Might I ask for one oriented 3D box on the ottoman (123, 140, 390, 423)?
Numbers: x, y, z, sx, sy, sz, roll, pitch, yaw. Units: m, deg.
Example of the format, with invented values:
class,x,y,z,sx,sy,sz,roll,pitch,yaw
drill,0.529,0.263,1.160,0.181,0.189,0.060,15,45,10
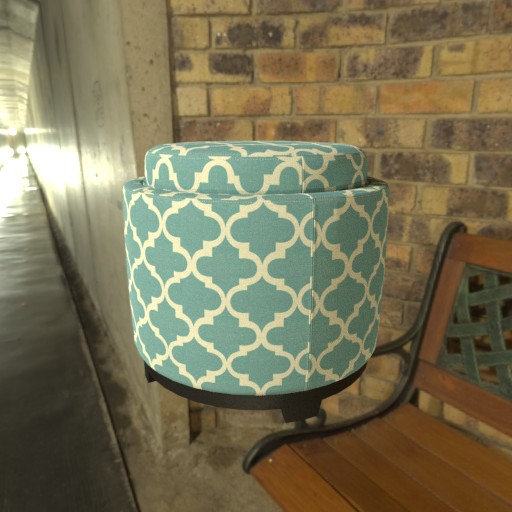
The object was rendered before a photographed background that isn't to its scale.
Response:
class,x,y,z,sx,sy,sz,roll,pitch,yaw
ottoman,0.000,0.000,0.855,0.480,0.429,0.480,0,16,0
